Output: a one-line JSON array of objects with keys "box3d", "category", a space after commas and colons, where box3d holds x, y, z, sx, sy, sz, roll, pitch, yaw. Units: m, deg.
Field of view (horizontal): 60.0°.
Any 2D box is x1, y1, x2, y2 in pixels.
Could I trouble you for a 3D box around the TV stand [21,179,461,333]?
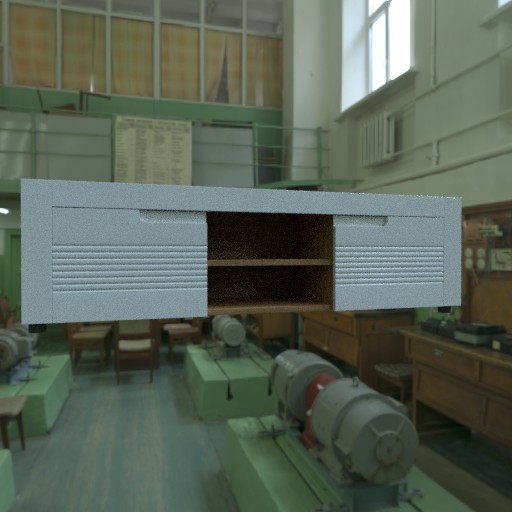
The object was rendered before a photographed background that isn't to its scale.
[{"box3d": [0.000, 0.000, 1.656, 1.500, 0.440, 0.410, 0, 1, -17], "category": "TV stand"}]
